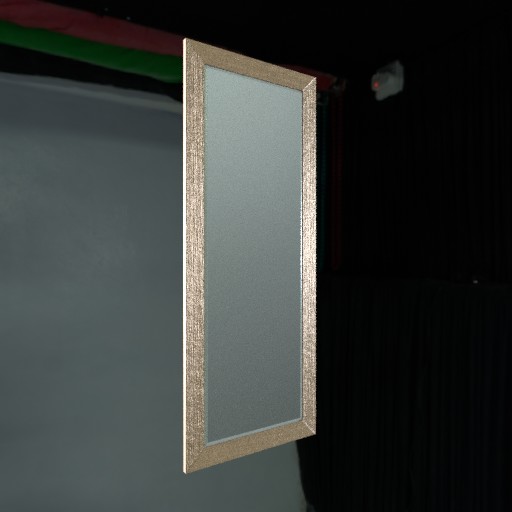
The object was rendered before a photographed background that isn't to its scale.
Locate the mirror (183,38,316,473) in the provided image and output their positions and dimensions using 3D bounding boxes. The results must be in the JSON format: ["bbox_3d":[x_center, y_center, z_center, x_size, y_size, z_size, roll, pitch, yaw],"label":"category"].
[{"bbox_3d":[0.000,0.000,2.308,0.812,2.031,0.026,0,0,-35],"label":"mirror"}]
